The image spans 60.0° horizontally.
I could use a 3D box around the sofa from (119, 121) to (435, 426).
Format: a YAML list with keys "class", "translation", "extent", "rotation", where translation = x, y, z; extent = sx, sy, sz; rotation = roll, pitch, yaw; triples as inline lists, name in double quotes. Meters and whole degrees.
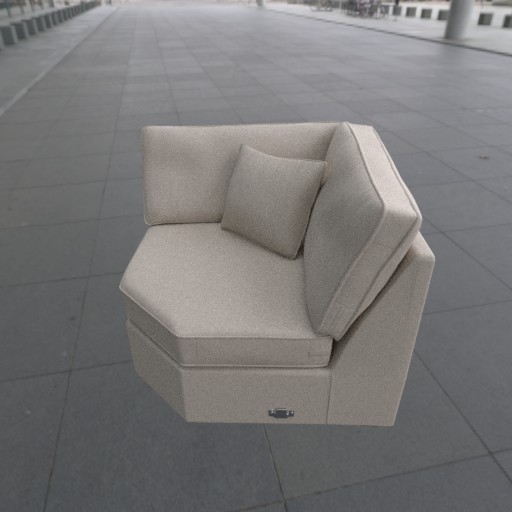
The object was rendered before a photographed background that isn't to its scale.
- class: "sofa"
  translation: [0.000, 0.000, 1.830]
  extent: [1.050, 0.937, 1.042]
  rotation: [1, 31, 2]
